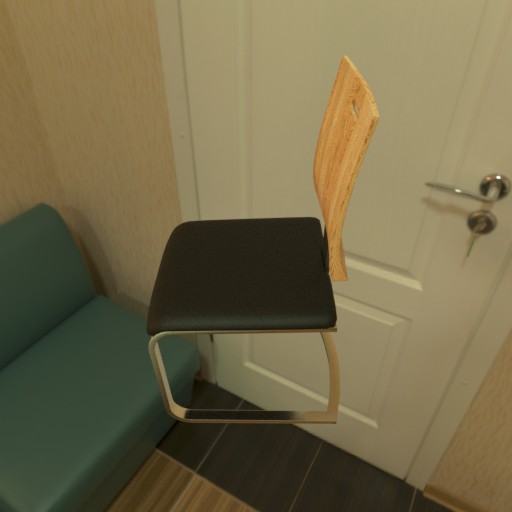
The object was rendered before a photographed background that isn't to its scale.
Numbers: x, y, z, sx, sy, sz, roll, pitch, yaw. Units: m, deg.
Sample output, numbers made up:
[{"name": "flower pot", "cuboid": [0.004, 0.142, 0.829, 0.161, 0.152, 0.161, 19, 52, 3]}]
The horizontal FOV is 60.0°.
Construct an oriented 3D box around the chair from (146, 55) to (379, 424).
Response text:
[{"name": "chair", "cuboid": [0.000, 0.000, 1.212, 0.560, 0.936, 0.462, 0, 39, 0]}]
